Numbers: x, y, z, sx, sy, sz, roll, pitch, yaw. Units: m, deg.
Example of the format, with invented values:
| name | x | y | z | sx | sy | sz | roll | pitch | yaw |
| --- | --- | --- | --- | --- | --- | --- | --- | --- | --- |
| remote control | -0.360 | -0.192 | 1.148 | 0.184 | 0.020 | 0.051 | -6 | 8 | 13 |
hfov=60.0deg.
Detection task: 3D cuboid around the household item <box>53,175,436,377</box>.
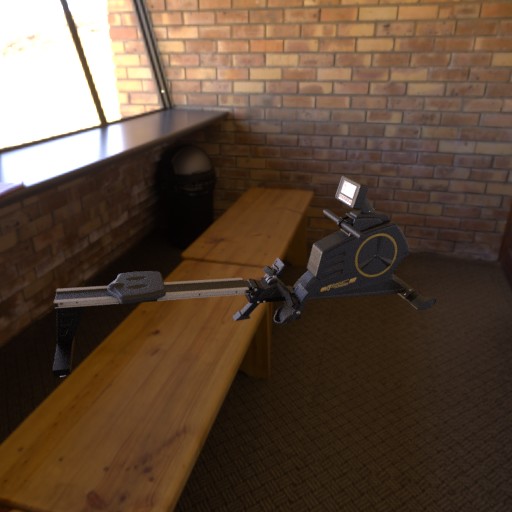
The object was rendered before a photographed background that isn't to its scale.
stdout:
| name | x | y | z | sx | sy | sz | roll | pitch | yaw |
| --- | --- | --- | --- | --- | --- | --- | --- | --- | --- |
| household item | 0.000 | 0.000 | 2.561 | 2.251 | 0.810 | 0.521 | -7 | 25 | -16 |
